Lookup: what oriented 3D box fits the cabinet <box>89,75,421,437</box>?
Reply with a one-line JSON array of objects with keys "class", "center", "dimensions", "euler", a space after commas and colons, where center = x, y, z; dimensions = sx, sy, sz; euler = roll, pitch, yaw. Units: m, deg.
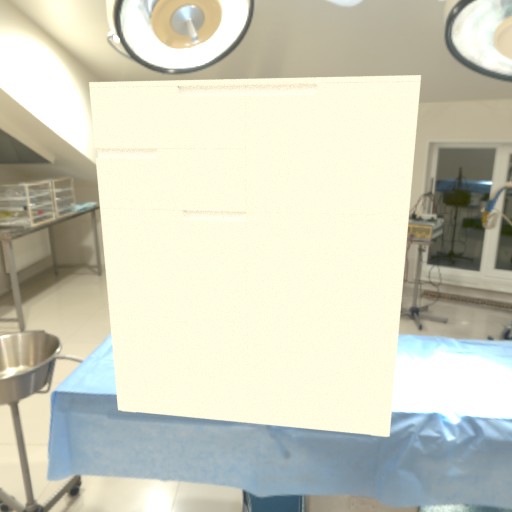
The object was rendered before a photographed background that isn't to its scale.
[{"class": "cabinet", "center": [0.000, 0.000, 1.658], "dimensions": [1.000, 1.190, 0.400], "euler": [2, 15, 9]}]
